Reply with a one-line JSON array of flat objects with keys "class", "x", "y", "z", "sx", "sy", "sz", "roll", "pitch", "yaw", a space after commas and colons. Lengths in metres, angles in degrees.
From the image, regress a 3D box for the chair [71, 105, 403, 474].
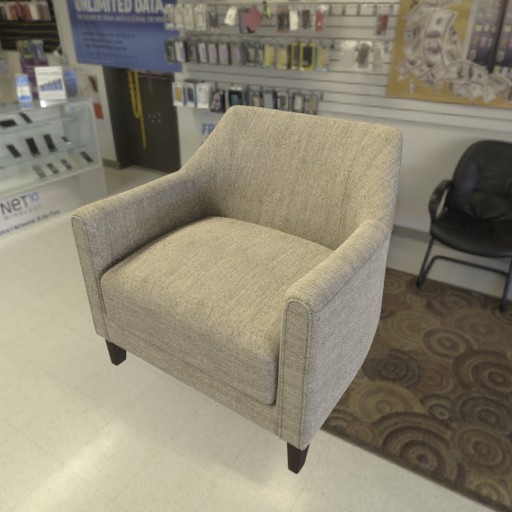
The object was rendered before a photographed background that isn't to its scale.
[{"class": "chair", "x": 0.000, "y": 0.000, "z": 1.404, "sx": 0.796, "sy": 0.761, "sz": 0.758, "roll": 19, "pitch": 35, "yaw": 30}]
